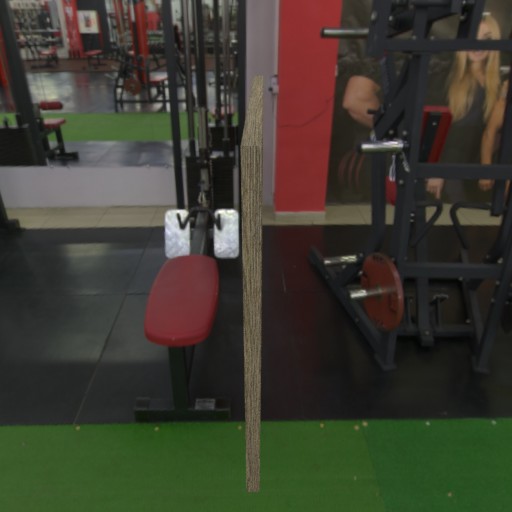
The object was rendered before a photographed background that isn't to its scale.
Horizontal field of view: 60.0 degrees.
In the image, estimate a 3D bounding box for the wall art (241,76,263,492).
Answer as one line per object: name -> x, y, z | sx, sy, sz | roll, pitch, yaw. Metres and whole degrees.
wall art -> 0.000, 0.000, 0.748 | 0.019, 0.508, 0.508 | 0, 29, 1
